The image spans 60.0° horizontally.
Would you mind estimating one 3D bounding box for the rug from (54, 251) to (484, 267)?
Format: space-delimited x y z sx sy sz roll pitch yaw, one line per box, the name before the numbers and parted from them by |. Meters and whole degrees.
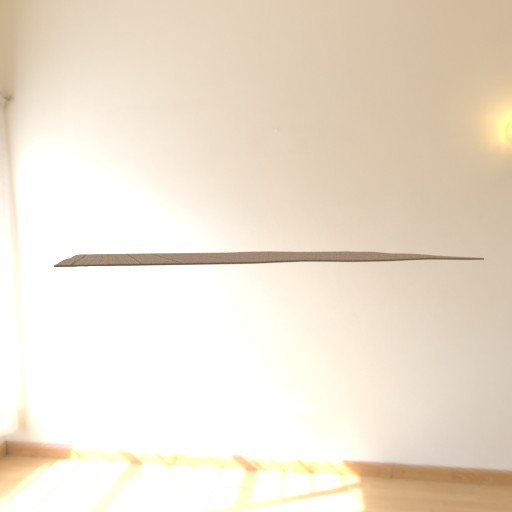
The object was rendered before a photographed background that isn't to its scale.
rug | 0.000 0.000 2.349 1.829 0.013 1.220 -1 2 -18
